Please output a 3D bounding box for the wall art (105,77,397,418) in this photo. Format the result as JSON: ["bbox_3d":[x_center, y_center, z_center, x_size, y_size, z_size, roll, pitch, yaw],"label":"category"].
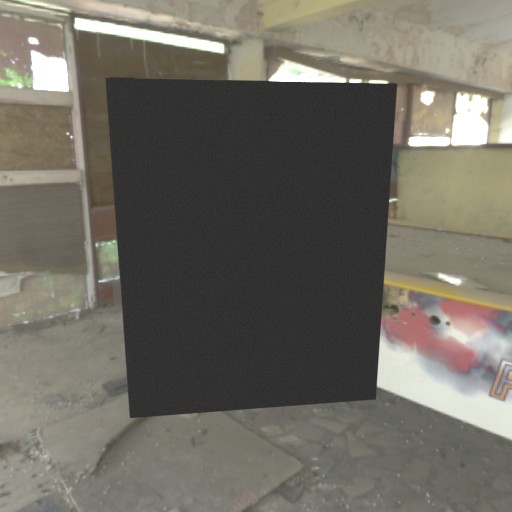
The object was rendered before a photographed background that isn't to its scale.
[{"bbox_3d":[0.000,0.000,0.825,0.489,0.608,0.040,-2,13,-8],"label":"wall art"}]
